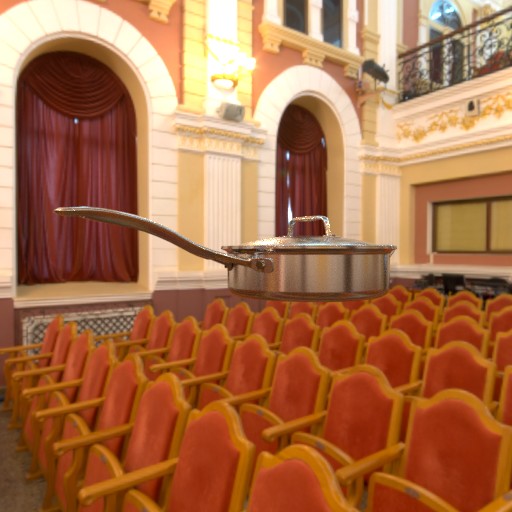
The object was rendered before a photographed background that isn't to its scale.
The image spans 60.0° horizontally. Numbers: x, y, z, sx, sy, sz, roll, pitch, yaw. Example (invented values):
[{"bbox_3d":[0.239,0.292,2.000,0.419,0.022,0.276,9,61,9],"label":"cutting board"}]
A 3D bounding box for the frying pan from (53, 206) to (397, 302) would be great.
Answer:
[{"bbox_3d":[0.000,0.000,0.583,0.492,0.111,0.245,0,1,-35],"label":"frying pan"}]
